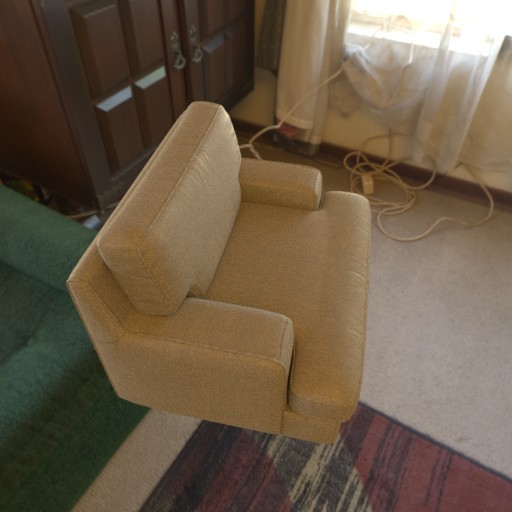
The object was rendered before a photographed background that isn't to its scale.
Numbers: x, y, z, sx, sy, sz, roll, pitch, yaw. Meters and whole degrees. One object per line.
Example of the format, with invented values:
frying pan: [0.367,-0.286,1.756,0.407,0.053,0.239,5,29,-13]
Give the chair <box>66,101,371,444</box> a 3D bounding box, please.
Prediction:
chair: [0.000,0.000,2.018,1.043,0.974,1.270,9,46,9]
